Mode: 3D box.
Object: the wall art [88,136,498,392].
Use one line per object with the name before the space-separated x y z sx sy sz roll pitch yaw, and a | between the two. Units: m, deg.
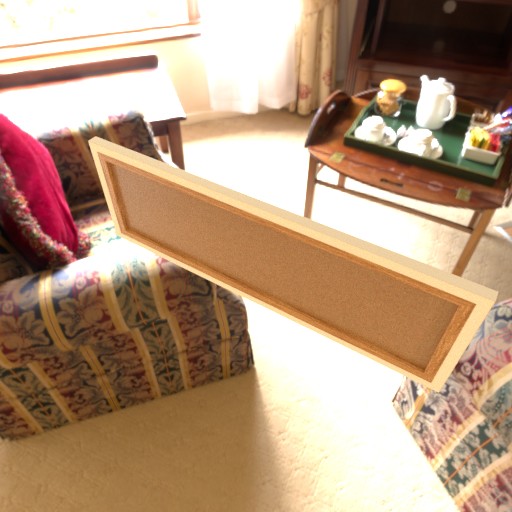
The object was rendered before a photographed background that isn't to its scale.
wall art | 0.000 0.000 1.649 1.520 0.507 0.044 24 50 22
